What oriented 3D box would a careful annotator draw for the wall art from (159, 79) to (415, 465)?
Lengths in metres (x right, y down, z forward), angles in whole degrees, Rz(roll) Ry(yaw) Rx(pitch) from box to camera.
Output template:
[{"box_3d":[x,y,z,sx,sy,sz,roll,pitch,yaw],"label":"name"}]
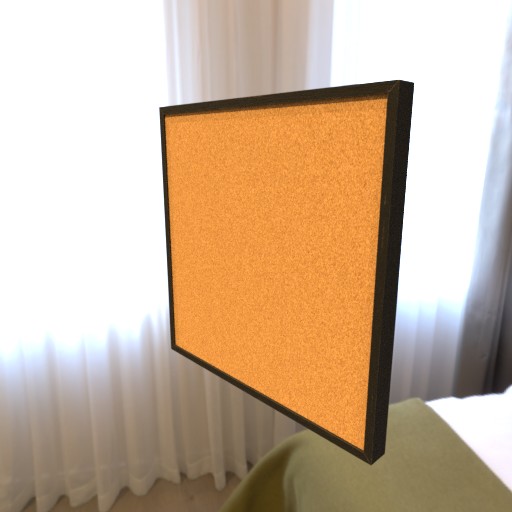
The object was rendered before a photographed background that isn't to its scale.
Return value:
[{"box_3d":[0.000,0.000,0.748,0.036,0.506,0.506,-13,19,-42],"label":"wall art"}]
